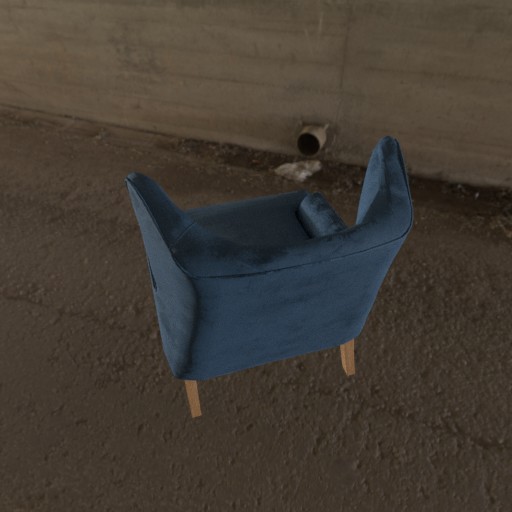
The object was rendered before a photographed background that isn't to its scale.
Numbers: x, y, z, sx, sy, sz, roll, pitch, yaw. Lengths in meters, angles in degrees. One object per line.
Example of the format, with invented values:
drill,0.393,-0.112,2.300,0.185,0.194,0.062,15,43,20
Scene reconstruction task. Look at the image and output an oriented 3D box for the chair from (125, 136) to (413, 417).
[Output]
chair,0.000,0.000,1.627,0.793,0.952,0.910,-11,41,-13
